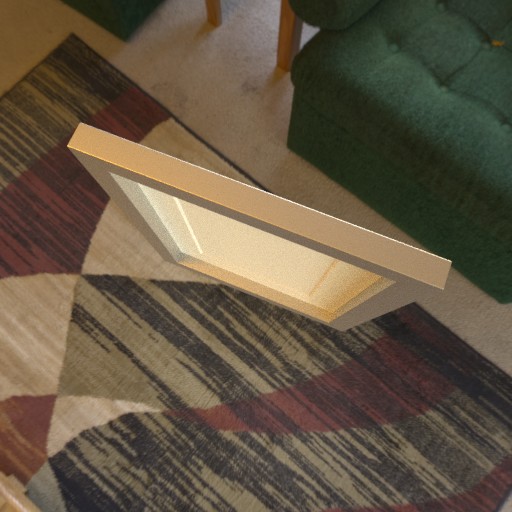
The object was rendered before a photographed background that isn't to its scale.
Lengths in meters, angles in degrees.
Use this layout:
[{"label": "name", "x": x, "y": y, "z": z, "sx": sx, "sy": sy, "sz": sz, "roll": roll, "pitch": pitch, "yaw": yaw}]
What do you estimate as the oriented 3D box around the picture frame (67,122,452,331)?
[{"label": "picture frame", "x": 0.000, "y": 0.000, "z": 0.526, "sx": 0.307, "sy": 0.386, "sz": 0.036, "roll": 21, "pitch": 77, "yaw": 5}]
